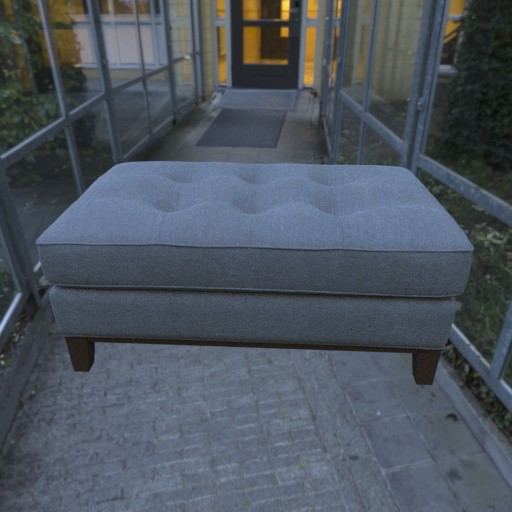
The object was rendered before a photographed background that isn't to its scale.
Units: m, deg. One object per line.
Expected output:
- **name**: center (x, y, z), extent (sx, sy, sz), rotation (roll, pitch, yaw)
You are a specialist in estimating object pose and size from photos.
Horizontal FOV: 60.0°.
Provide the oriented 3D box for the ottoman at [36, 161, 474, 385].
- **ottoman**: center (0.000, 0.000, 1.478), extent (1.143, 0.514, 0.648), rotation (1, 29, 3)
